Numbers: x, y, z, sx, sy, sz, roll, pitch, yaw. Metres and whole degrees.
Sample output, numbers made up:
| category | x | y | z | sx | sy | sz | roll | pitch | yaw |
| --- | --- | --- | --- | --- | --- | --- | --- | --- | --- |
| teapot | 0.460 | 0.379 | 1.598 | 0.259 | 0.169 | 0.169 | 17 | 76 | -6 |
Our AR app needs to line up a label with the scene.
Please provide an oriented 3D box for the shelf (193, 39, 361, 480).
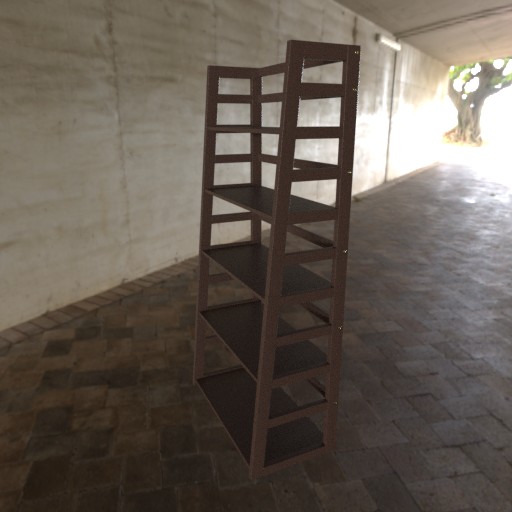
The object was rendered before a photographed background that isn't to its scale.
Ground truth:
| category | x | y | z | sx | sy | sz | roll | pitch | yaw |
| --- | --- | --- | --- | --- | --- | --- | --- | --- | --- |
| shelf | 0.000 | 0.000 | 1.932 | 0.403 | 1.600 | 0.763 | -8 | 19 | -24 |
